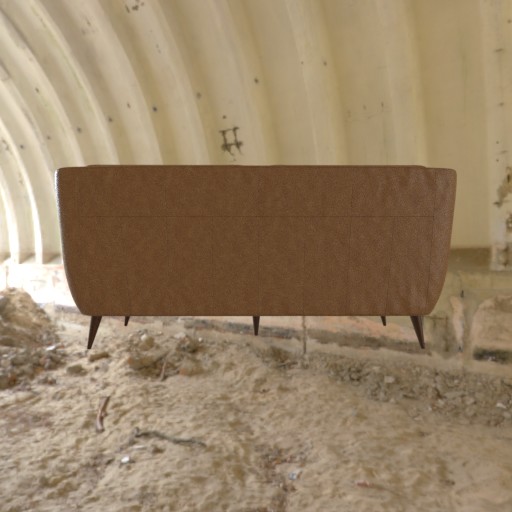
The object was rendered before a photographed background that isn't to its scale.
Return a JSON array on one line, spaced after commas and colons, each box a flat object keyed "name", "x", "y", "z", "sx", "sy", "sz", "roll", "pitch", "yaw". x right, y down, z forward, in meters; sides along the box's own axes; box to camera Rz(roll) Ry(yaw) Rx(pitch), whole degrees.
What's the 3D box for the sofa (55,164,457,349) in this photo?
[{"name": "sofa", "x": 0.000, "y": 0.000, "z": 2.357, "sx": 1.902, "sy": 0.839, "sz": 0.904, "roll": 0, "pitch": -1, "yaw": 0}]
